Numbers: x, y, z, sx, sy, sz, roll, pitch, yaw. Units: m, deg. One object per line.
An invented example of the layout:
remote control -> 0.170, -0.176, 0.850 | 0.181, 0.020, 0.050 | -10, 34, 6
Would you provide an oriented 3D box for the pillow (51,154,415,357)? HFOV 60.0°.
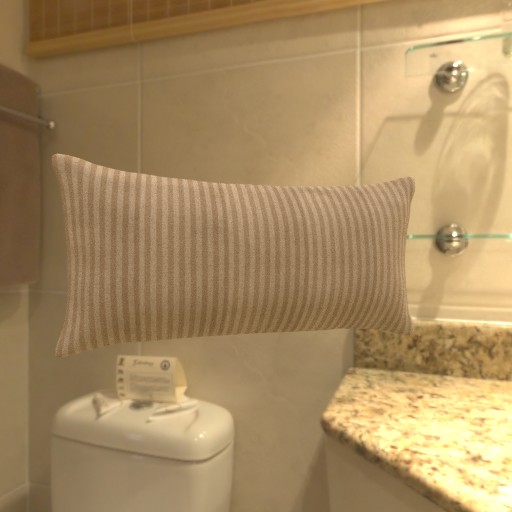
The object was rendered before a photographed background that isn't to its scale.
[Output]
pillow -> 0.000, 0.000, 0.733 | 0.617, 0.295, 0.151 | 0, 0, -18
